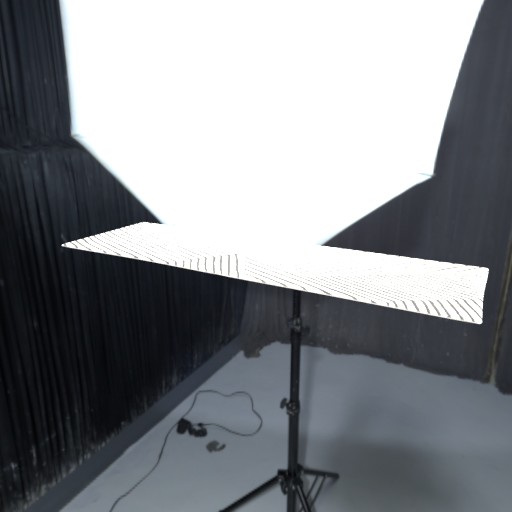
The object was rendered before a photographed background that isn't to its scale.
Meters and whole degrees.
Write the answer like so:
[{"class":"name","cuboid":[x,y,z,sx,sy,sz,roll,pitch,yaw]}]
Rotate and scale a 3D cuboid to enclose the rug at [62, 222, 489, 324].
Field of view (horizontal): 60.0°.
[{"class":"rug","cuboid":[0.000,0.000,2.623,2.439,0.020,0.773,9,19,27]}]
